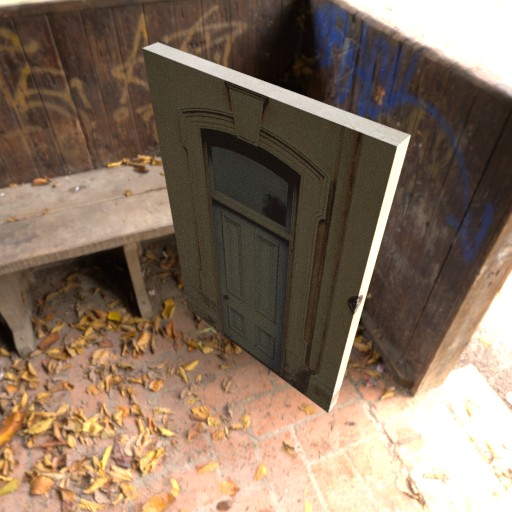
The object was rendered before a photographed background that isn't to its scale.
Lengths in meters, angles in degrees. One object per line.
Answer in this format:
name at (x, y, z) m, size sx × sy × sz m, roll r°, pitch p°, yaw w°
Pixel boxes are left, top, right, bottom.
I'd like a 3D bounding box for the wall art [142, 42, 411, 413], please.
wall art at (0.000, 0.000, 0.967) m, size 0.508 × 0.764 × 0.038 m, roll 31°, pitch 53°, yaw 27°
